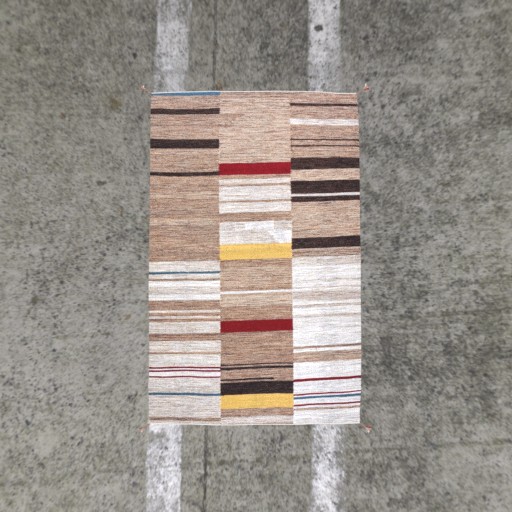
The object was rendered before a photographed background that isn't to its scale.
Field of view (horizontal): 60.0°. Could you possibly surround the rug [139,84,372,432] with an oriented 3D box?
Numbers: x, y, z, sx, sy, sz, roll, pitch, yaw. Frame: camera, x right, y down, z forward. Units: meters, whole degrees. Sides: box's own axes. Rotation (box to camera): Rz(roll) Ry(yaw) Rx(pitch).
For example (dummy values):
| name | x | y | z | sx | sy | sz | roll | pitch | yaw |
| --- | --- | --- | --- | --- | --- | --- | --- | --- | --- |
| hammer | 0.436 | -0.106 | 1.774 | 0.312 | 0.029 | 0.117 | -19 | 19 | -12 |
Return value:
| name | x | y | z | sx | sy | sz | roll | pitch | yaw |
| --- | --- | --- | --- | --- | --- | --- | --- | --- | --- |
| rug | 0.000 | 0.000 | 2.417 | 1.268 | 0.007 | 1.918 | 0 | 88 | -1 |
